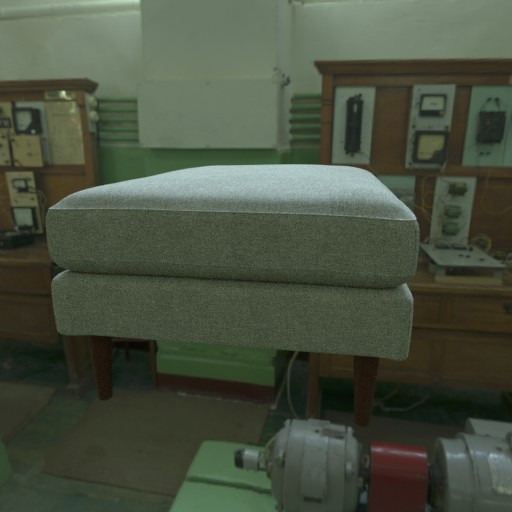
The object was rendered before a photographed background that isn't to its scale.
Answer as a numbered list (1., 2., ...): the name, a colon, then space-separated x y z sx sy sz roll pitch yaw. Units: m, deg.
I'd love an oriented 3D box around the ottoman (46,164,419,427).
1. ottoman: 0.000 0.000 1.202 0.693 0.474 0.821 2 15 9
